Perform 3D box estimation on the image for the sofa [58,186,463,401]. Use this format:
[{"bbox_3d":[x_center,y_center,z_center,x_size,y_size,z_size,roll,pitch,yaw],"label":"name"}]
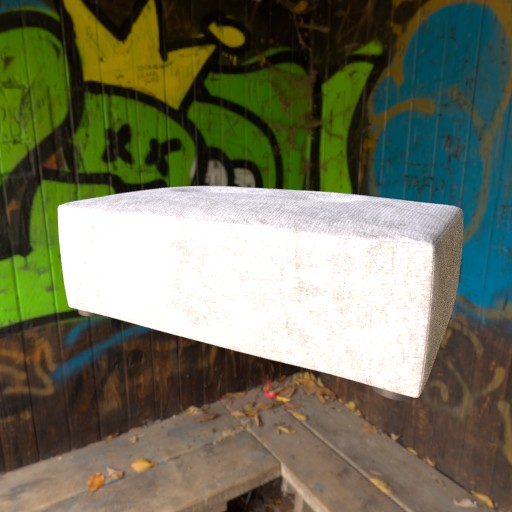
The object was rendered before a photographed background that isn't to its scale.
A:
[{"bbox_3d":[0.000,0.000,1.139,0.930,0.330,0.480,8,16,28],"label":"sofa"}]
